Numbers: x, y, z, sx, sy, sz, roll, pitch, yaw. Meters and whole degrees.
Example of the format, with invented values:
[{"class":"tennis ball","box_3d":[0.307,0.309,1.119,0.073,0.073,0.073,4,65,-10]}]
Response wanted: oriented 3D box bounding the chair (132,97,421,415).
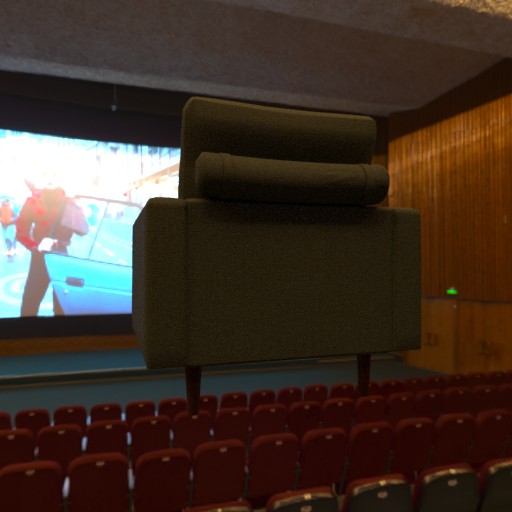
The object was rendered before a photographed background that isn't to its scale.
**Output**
[{"class":"chair","box_3d":[0.000,0.000,1.575,0.821,0.880,0.843,0,-1,-18]}]
